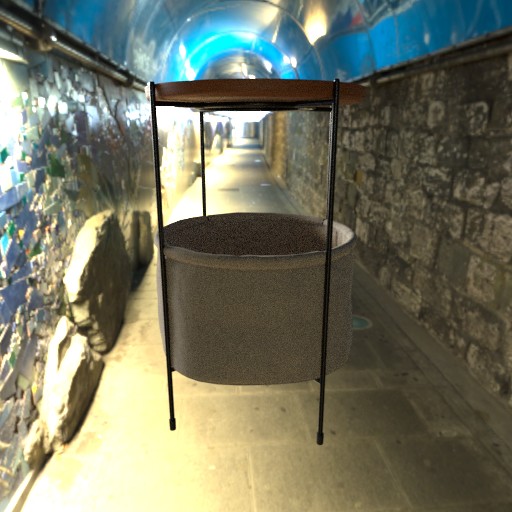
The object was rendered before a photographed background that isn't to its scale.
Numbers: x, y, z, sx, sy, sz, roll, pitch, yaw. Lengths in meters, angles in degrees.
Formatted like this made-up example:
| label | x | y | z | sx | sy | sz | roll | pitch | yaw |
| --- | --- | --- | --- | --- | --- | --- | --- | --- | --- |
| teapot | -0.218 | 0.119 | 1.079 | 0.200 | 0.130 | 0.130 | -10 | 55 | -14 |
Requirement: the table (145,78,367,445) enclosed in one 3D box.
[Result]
| label | x | y | z | sx | sy | sz | roll | pitch | yaw |
| --- | --- | --- | --- | --- | --- | --- | --- | --- | --- |
| table | 0.000 | 0.000 | 0.878 | 0.393 | 0.623 | 0.393 | 2 | 16 | 8 |
